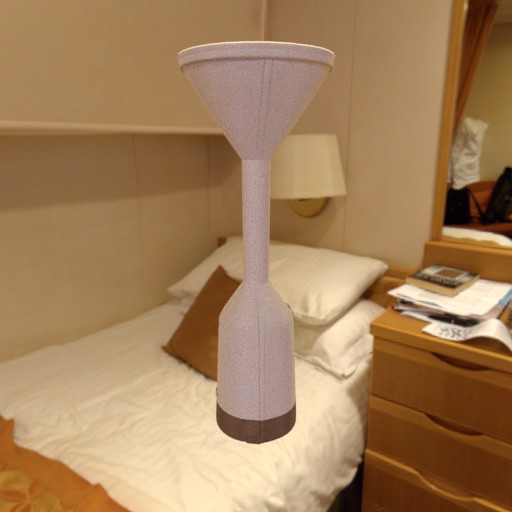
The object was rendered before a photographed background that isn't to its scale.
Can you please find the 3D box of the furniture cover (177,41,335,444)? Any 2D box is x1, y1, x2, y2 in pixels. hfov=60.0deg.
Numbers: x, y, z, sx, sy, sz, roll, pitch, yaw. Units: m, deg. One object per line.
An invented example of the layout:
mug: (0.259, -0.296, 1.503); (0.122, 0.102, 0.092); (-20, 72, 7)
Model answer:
furniture cover: (0.000, 0.000, 2.908); (0.914, 2.413, 0.914); (-2, 15, -8)
